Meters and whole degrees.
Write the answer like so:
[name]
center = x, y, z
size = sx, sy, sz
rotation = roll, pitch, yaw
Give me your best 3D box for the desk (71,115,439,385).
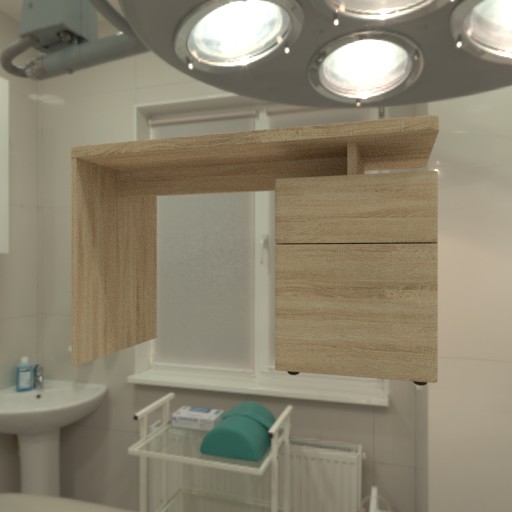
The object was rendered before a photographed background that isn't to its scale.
[desk]
center = 0.000, 0.000, 1.625
size = 1.200, 0.760, 0.550
rotation = 0, 0, 17
